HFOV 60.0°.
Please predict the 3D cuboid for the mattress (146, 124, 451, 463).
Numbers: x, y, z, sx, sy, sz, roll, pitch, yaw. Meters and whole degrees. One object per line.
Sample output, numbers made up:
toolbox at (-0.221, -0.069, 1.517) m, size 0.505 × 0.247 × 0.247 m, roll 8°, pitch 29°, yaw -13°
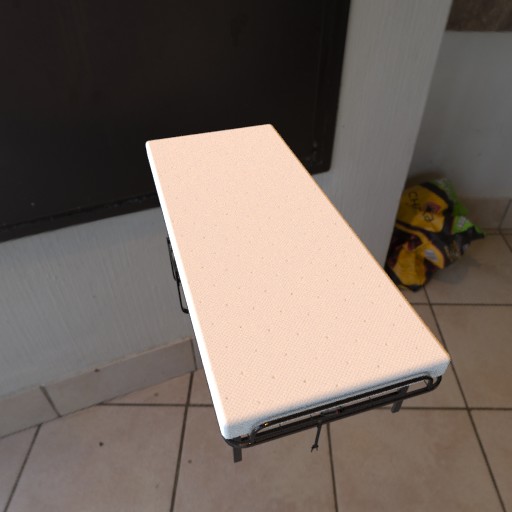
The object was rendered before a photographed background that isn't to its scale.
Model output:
mattress at (0.000, 0.000, 2.455) m, size 0.922 × 0.519 × 2.153 m, roll -12°, pitch 43°, yaw -13°
